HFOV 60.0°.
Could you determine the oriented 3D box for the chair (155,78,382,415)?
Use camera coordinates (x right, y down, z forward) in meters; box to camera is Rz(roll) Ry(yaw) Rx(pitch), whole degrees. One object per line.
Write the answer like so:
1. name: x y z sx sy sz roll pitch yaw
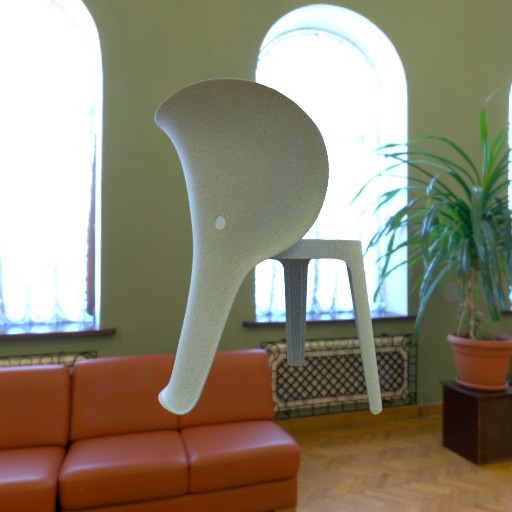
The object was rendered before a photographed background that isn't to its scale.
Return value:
1. chair: 0.000 0.000 0.901 0.402 0.554 0.451 0 -1 -18
